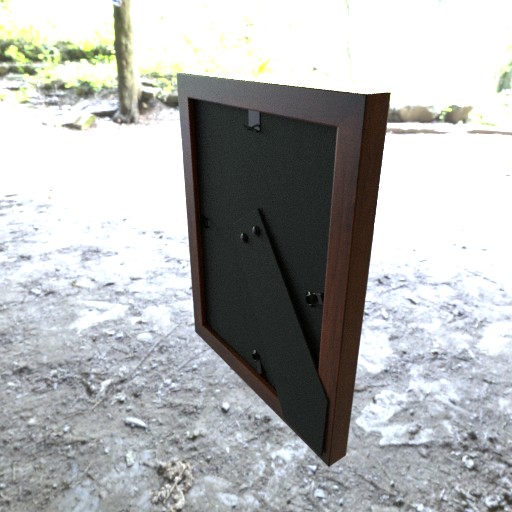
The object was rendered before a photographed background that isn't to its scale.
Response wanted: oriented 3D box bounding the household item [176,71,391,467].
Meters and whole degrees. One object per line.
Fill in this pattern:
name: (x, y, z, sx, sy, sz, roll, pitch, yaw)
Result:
household item: (0.000, 0.000, 0.338, 0.020, 0.250, 0.200, -17, 31, -31)
